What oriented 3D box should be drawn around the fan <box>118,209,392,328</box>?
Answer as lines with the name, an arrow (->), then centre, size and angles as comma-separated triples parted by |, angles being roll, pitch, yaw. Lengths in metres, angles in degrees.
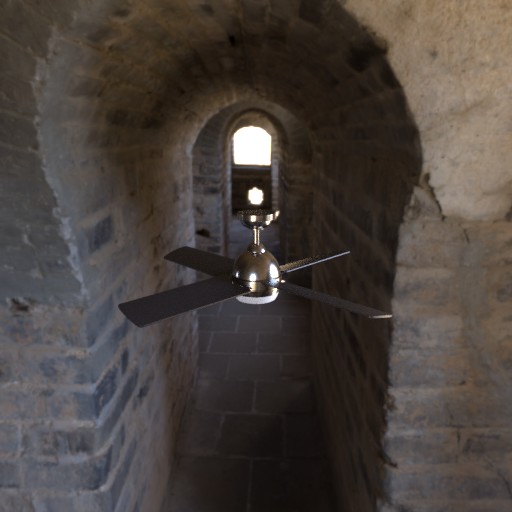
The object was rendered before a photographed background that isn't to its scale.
fan -> 0.000, 0.000, 2.037 | 1.332, 0.403, 1.332 | -14, 21, -43
